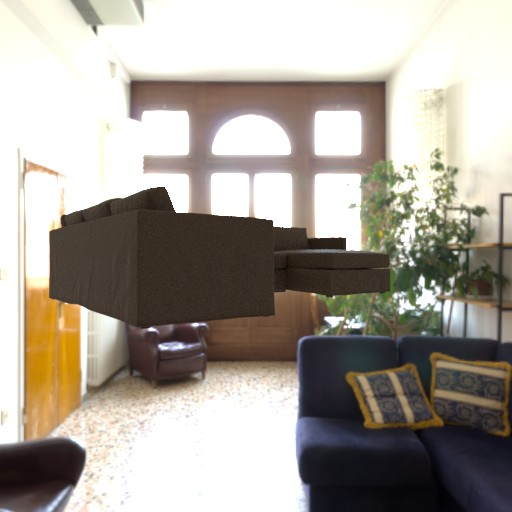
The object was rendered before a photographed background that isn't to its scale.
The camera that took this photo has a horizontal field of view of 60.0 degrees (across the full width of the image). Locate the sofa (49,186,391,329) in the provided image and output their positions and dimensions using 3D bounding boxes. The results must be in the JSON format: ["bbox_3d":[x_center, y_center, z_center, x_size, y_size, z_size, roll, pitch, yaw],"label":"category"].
[{"bbox_3d":[0.000,0.000,4.540,3.460,0.882,2.427,0,0,-36],"label":"sofa"}]
